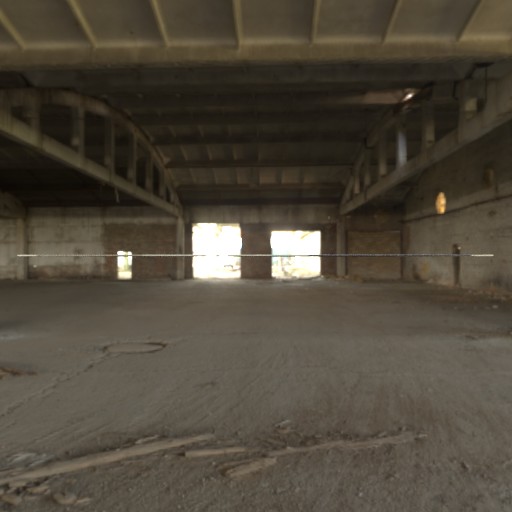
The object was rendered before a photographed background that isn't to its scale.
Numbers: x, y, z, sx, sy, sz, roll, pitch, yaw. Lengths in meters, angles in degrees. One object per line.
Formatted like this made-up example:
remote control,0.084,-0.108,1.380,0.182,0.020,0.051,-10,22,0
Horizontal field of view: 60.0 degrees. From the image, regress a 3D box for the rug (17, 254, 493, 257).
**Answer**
rug,0.000,0.000,2.296,1.828,0.005,1.220,0,0,1
